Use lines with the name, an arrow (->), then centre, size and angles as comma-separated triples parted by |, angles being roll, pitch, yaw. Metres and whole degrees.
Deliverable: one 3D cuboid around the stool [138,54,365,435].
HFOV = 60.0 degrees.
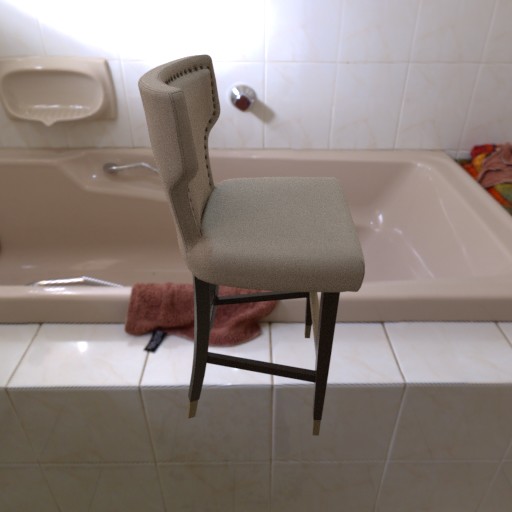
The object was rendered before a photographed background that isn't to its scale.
stool -> 0.000, 0.000, 1.380 | 0.563, 1.092, 0.526 | 1, 33, 2
